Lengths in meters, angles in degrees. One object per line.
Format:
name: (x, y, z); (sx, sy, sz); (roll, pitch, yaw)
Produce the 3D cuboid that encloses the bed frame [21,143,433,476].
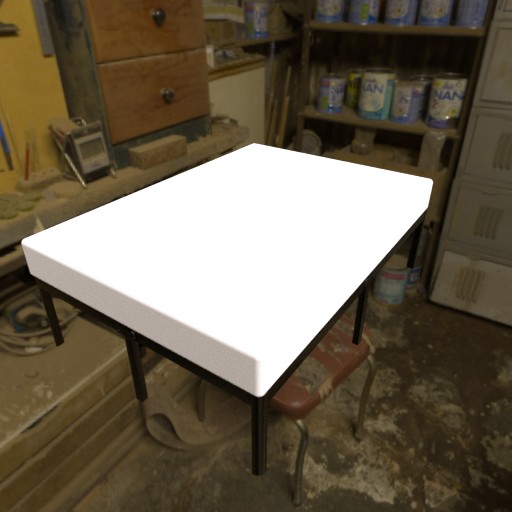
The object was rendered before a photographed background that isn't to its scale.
bed frame: (0.000, 0.000, 2.628); (1.408, 0.659, 1.956); (19, 36, 29)
